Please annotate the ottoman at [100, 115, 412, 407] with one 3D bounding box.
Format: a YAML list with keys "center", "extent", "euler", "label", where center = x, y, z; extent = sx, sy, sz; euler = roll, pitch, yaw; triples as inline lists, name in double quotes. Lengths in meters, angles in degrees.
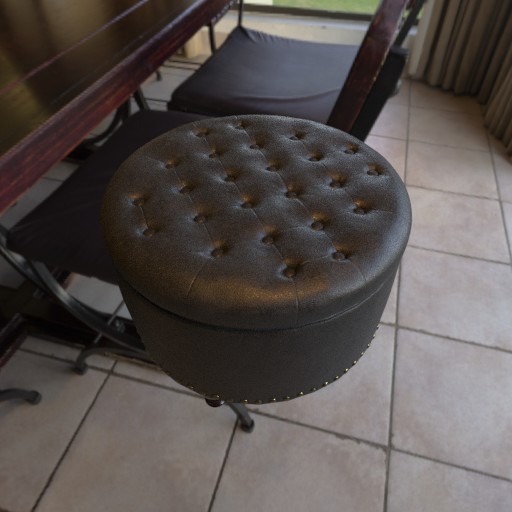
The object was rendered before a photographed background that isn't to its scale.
- center: [0.000, 0.000, 1.059]
  extent: [0.637, 0.442, 0.637]
  euler: [0, 45, 0]
  label: "ottoman"
